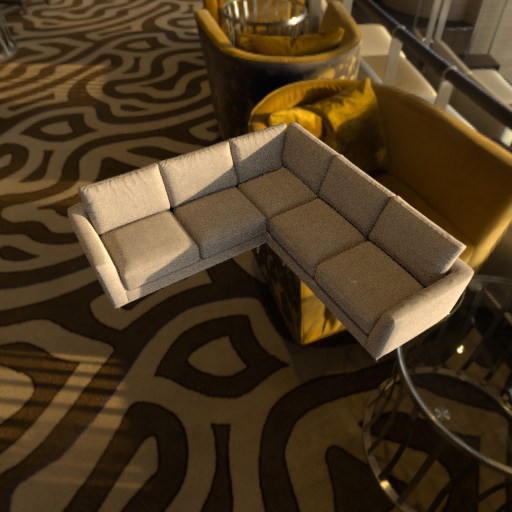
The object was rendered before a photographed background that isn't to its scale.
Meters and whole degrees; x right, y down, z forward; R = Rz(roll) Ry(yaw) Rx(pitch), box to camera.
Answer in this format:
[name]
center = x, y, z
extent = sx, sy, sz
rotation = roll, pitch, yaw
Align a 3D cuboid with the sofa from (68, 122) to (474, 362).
[sofa]
center = 0.000, 0.000, 3.730
extent = 2.438, 0.864, 2.438
rotation = -24, 50, -22
